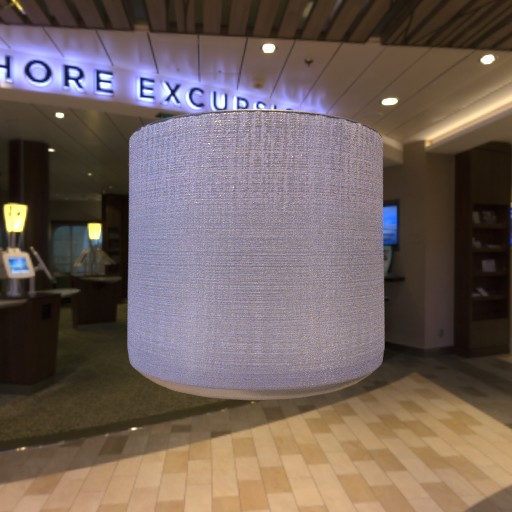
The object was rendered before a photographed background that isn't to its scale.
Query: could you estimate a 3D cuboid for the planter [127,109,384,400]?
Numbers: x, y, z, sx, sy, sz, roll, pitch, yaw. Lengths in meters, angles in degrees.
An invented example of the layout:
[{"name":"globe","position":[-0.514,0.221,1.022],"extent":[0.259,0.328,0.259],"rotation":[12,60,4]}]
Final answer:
[{"name":"planter","position":[0.000,0.000,0.225],"extent":[0.125,0.112,0.125],"rotation":[0,1,0]}]
